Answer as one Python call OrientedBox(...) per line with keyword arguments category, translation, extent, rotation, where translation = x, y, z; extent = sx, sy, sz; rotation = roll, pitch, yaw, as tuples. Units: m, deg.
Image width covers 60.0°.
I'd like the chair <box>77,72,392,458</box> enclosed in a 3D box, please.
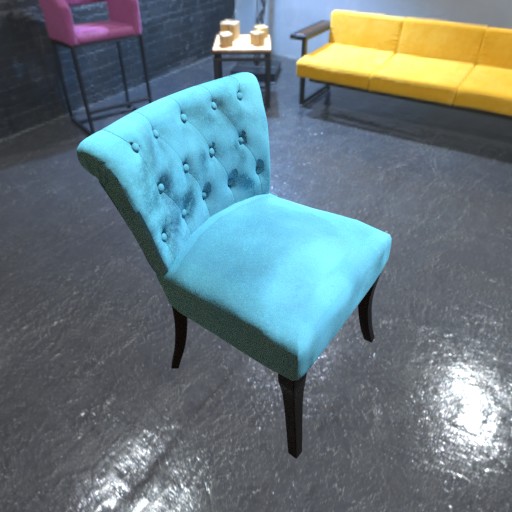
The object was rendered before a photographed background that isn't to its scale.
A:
OrientedBox(category="chair", translation=(0.000, 0.000, 1.193), extent=(0.605, 0.750, 0.582), rotation=(24, 45, 27))
